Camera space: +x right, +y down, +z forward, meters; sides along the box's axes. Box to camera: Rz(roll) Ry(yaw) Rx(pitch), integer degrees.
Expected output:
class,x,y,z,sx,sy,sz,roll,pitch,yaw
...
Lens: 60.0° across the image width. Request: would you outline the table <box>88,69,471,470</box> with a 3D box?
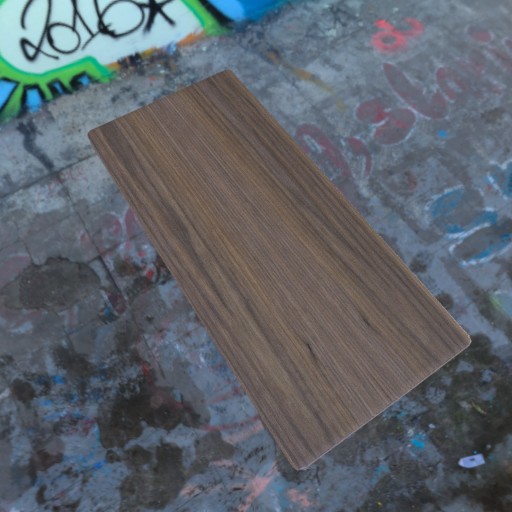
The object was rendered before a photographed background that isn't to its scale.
class,x,y,z,sx,sy,sz,roll,pitch,yaw
table,0.000,0.000,1.688,0.637,0.468,1.375,-30,67,-14
